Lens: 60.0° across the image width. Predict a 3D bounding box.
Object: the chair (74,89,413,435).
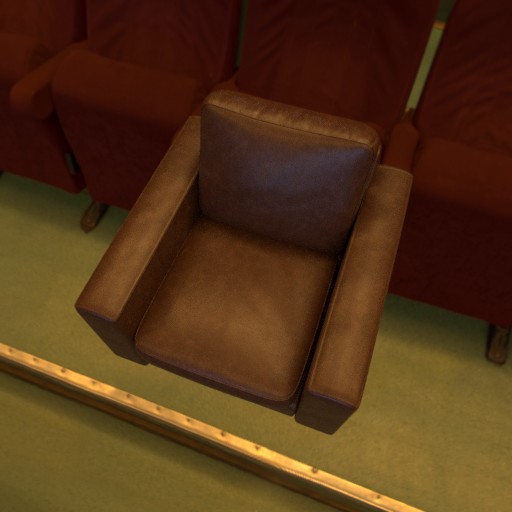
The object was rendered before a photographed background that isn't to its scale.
[{"bbox_3d":[0.000,0.000,1.744,1.005,0.873,1.016,17,62,10],"label":"chair"}]
